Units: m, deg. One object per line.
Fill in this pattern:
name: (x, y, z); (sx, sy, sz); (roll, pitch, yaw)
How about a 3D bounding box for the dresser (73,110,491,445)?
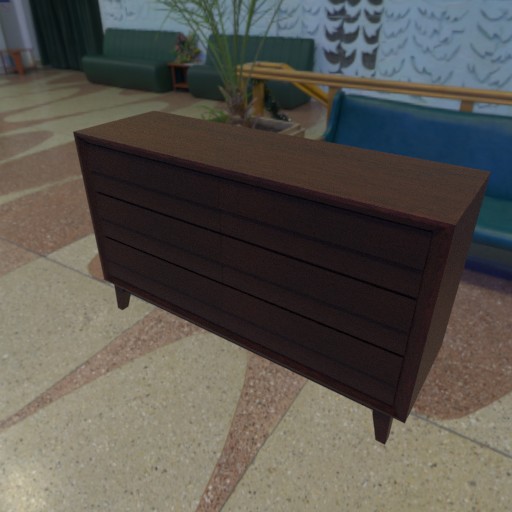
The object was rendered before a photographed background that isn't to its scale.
dresser: (0.000, 0.000, 1.977); (1.609, 0.971, 0.499); (19, 36, 29)
